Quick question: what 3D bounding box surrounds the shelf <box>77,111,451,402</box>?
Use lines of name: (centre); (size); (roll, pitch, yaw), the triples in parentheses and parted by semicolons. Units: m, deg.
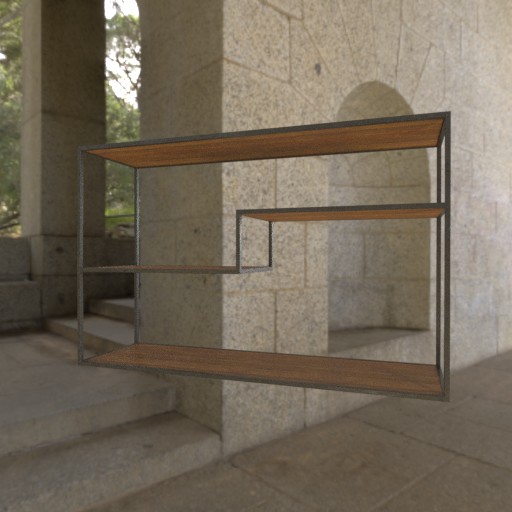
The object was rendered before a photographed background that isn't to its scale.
shelf: (0.000, 0.000, 1.527); (1.201, 0.765, 0.361); (0, 0, 19)
